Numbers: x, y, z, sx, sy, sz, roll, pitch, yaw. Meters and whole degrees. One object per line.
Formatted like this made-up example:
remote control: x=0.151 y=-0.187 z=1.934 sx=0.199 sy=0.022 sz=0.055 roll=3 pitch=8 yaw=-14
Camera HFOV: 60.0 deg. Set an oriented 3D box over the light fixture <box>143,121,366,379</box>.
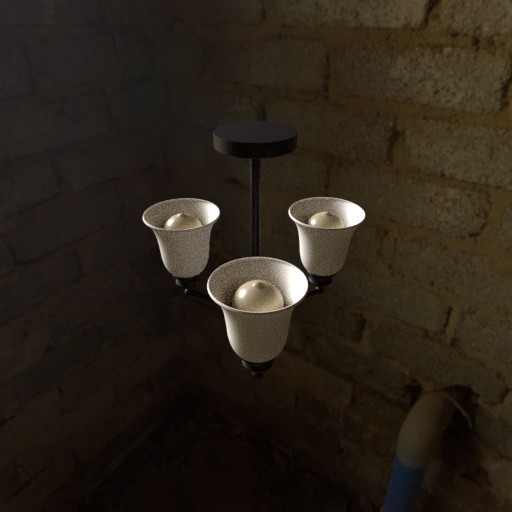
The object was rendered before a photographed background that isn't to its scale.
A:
light fixture: x=0.000 y=0.000 z=0.694 sx=0.388 sy=0.370 sz=0.354 roll=-1 pitch=30 yaw=-1
